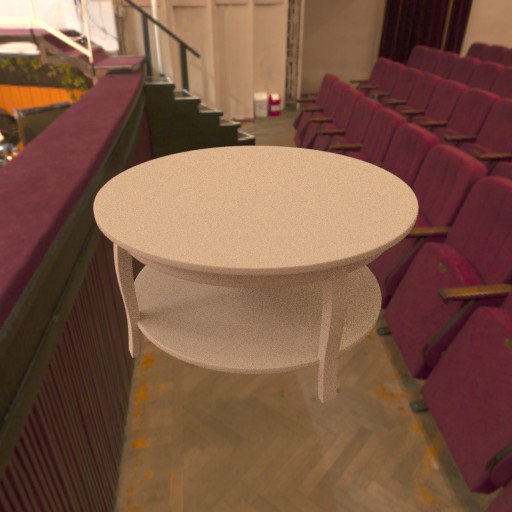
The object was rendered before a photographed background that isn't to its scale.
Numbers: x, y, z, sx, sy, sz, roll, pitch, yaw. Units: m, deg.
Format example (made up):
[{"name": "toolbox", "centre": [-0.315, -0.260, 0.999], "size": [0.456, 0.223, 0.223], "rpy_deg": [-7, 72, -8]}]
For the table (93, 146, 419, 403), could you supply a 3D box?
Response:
[{"name": "table", "centre": [0.000, 0.000, 1.414], "size": [0.910, 0.457, 0.910], "rpy_deg": [0, 29, 0]}]
